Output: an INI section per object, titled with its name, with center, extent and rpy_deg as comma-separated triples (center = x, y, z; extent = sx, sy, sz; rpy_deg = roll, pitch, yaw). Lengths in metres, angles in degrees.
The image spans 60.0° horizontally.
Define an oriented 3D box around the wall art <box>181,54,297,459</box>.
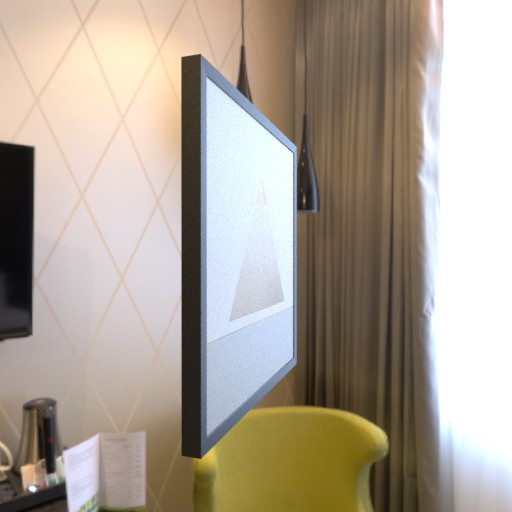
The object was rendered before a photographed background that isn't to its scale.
[wall art]
center = 0.000, 0.000, 1.208
extent = 0.042, 0.766, 0.769
rpy_deg = 0, 0, 19
